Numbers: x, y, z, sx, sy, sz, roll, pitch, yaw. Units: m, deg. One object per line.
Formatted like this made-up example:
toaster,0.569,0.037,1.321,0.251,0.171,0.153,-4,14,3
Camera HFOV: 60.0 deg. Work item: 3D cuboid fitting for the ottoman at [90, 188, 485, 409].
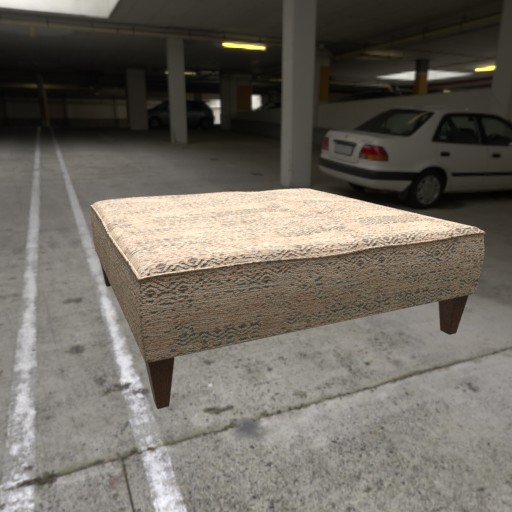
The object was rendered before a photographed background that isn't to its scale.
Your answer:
ottoman,0.000,0.000,1.513,0.968,0.356,1.004,-7,17,-24
